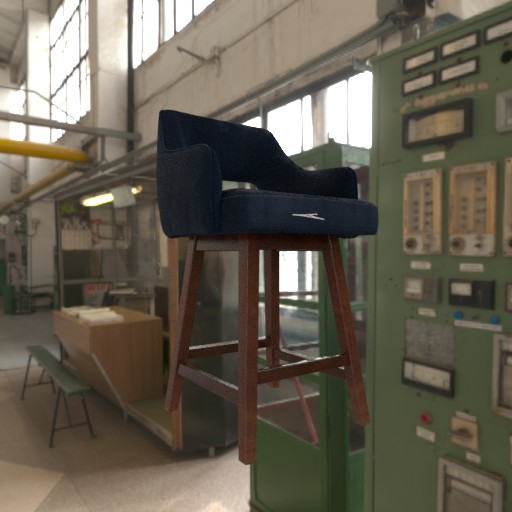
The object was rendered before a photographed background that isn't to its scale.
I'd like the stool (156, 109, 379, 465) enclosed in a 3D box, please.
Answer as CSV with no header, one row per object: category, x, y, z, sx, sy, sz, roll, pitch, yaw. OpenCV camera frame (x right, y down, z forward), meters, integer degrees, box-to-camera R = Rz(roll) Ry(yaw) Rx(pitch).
stool,0.000,0.000,1.320,0.550,0.940,0.560,0,1,-35
